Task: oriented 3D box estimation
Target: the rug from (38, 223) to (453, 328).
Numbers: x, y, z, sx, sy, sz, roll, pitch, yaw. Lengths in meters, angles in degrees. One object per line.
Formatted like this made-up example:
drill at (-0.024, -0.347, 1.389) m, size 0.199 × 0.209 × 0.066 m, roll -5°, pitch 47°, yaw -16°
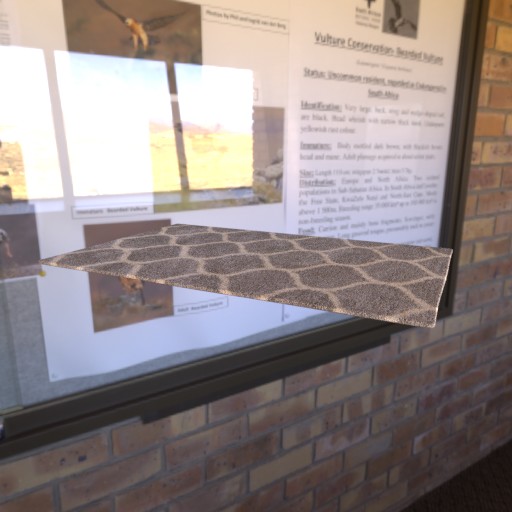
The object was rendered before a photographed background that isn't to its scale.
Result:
rug at (0.000, 0.000, 2.958) m, size 2.348 × 0.025 × 1.501 m, roll 7°, pitch 16°, yaw 25°
